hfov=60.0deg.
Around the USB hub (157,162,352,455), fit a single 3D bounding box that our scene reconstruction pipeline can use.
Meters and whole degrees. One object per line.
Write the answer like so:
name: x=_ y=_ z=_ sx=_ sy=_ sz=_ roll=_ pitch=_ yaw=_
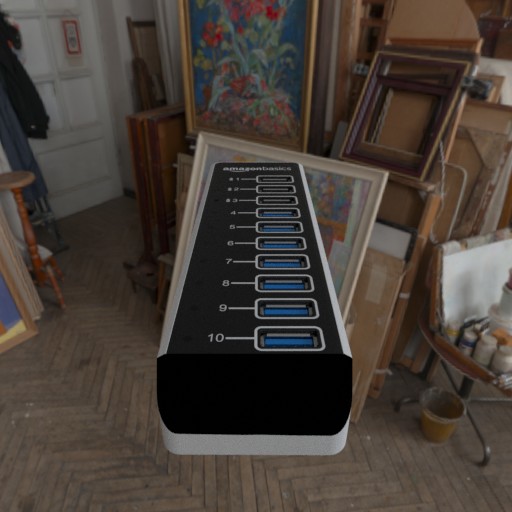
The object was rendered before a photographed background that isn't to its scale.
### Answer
USB hub: x=0.000 y=0.000 z=0.160 sx=0.044 sy=0.023 sz=0.145 roll=0 pitch=30 yaw=0
